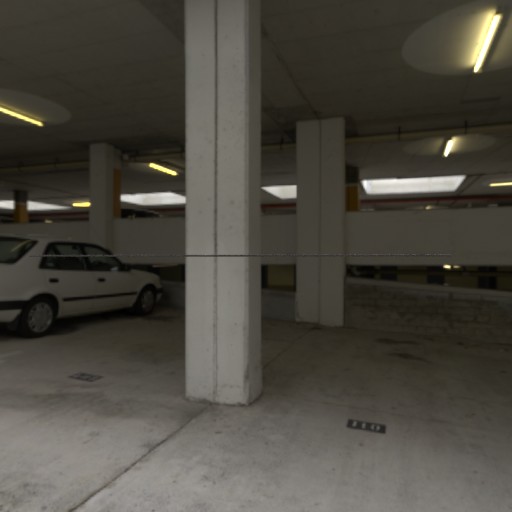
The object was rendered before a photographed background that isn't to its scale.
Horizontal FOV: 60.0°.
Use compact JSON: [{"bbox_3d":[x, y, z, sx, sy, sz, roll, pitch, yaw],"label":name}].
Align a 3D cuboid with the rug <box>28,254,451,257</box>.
[{"bbox_3d":[0.000,0.000,2.958,2.235,0.008,1.600,0,0,18],"label":"rug"}]
